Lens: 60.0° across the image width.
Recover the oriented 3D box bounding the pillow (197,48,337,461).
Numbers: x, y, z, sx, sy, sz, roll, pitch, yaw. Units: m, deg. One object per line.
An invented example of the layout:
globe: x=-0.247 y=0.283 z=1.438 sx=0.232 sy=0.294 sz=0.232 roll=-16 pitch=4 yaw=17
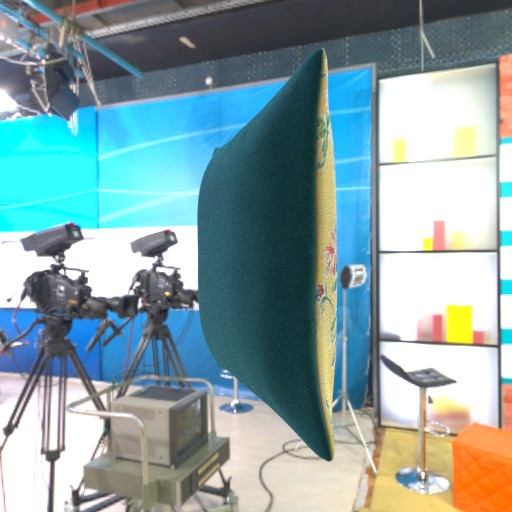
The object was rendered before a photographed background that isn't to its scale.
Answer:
pillow: x=0.000 y=0.000 z=0.785 sx=0.166 sy=0.508 sz=0.525 roll=0 pitch=-1 yaw=-19
